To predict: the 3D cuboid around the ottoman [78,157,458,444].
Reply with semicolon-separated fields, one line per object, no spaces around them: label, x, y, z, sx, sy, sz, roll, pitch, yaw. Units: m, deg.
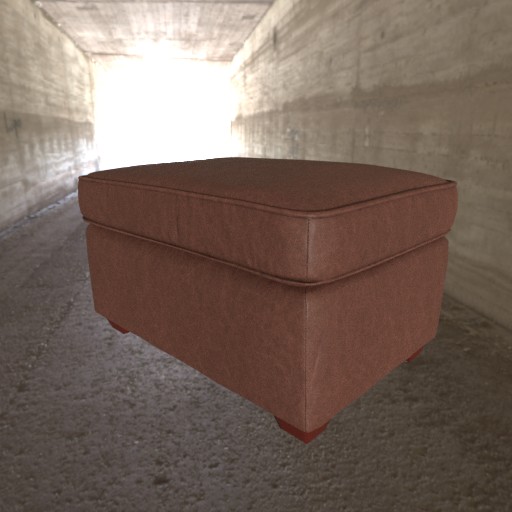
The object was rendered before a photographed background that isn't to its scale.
ottoman;0.000;0.000;1.060;0.749;0.449;0.548;15;22;42
